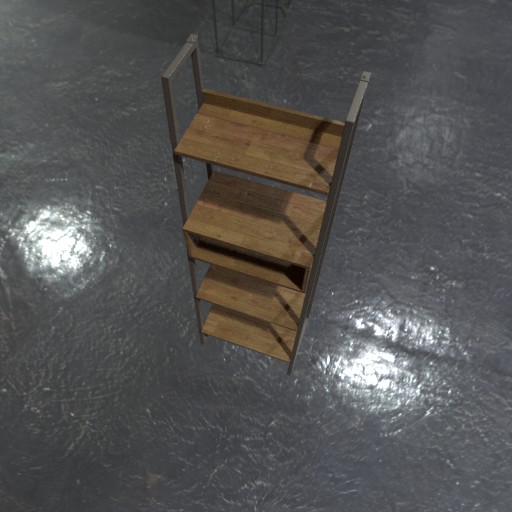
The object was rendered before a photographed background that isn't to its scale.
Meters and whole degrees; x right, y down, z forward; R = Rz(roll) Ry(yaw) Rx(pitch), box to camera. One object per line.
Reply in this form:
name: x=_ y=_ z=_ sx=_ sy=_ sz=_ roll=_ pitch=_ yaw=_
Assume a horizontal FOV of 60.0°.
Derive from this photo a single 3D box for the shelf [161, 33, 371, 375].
shelf: x=0.000 y=0.000 z=2.270 sx=0.652 sy=2.005 sz=0.454 roll=17 pitch=60 yaw=10
